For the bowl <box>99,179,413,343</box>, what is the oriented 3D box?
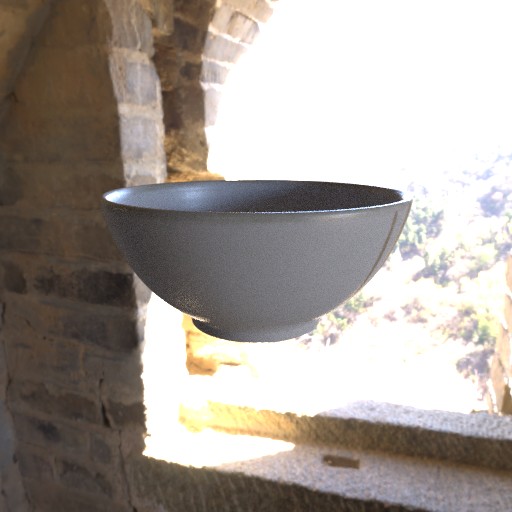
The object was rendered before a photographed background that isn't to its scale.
[{"bbox_3d":[0.000,0.000,0.414,0.268,0.121,0.268,0,14,0],"label":"bowl"}]
